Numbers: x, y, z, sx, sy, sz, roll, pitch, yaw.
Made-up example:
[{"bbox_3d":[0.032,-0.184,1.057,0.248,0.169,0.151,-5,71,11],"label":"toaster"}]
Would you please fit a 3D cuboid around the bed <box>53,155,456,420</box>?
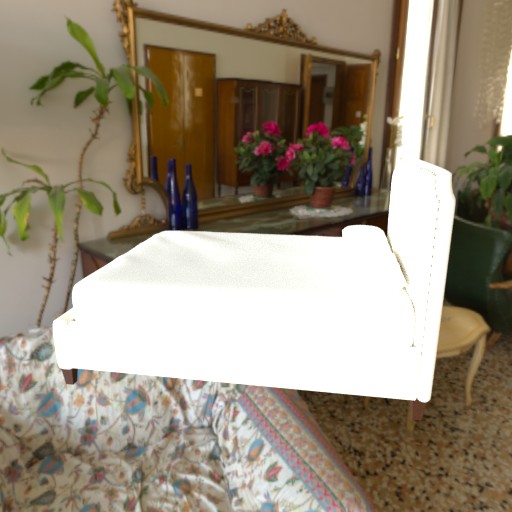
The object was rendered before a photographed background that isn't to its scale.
[{"bbox_3d":[0.000,0.000,3.353,2.365,1.443,1.712,3,16,9],"label":"bed"}]
